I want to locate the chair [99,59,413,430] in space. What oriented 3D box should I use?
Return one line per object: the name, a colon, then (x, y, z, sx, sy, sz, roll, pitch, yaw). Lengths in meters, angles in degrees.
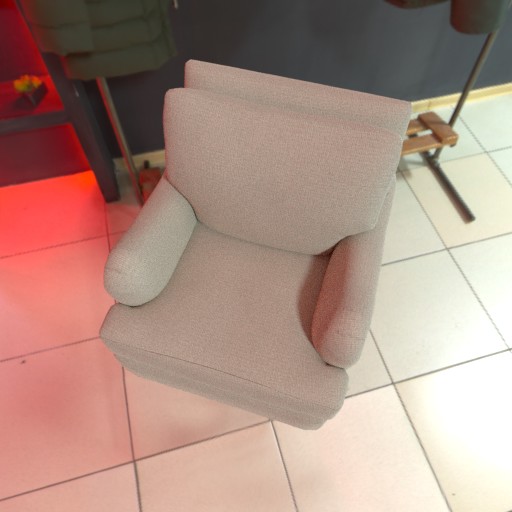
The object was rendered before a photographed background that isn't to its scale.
chair: (0.000, 0.000, 1.802, 0.955, 1.038, 1.070, 15, 59, 9)
